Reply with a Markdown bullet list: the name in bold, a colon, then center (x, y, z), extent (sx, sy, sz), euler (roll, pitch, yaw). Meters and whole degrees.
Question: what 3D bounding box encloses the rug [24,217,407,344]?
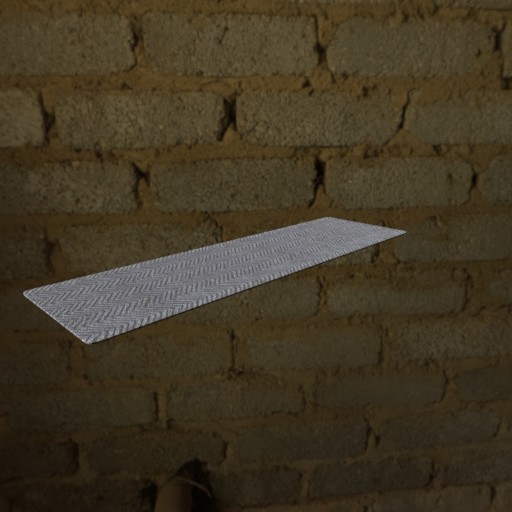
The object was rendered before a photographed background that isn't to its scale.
- **rug**: center (0.000, 0.000, 2.525), extent (2.286, 0.008, 0.686), euler (-16, 23, -42)
